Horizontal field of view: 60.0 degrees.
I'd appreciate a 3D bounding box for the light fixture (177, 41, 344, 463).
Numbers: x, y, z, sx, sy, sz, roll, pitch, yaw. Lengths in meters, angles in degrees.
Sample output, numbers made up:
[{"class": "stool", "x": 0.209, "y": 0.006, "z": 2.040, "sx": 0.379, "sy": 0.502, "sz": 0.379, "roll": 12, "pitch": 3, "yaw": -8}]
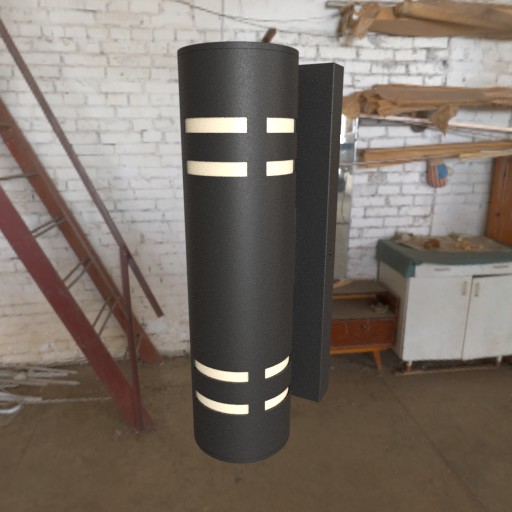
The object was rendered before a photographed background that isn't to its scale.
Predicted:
[{"class": "light fixture", "x": 0.000, "y": 0.000, "z": 0.402, "sx": 0.105, "sy": 0.330, "sz": 0.149, "roll": 8, "pitch": 17, "yaw": 26}]
